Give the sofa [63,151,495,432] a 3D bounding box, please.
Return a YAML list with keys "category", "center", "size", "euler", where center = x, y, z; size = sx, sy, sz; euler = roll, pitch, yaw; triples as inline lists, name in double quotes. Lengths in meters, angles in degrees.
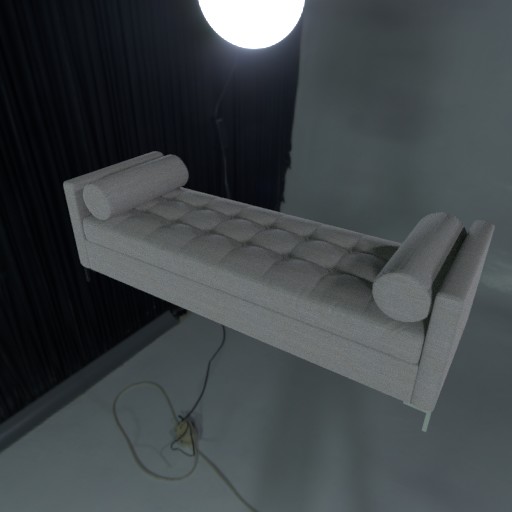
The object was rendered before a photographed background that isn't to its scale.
- category: "sofa"
  center: [0.000, 0.000, 2.241]
  size: [1.981, 0.635, 0.686]
  euler: [18, 34, 28]
